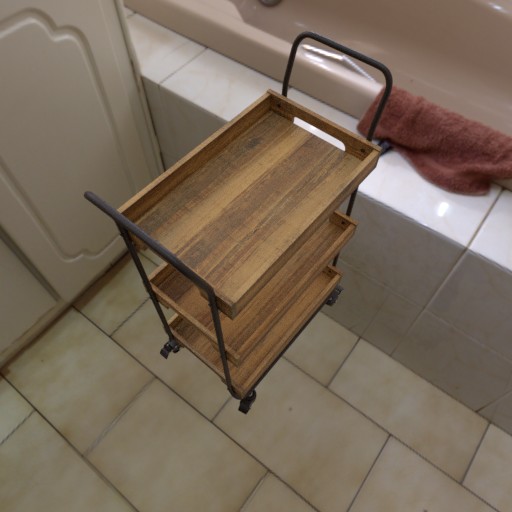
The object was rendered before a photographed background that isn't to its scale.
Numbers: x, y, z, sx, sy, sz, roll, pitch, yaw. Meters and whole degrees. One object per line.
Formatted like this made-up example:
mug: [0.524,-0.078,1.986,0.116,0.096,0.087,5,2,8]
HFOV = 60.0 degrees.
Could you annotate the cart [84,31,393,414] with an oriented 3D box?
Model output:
cart: [0.000,0.000,1.128,0.339,0.857,0.583,35,64,20]
